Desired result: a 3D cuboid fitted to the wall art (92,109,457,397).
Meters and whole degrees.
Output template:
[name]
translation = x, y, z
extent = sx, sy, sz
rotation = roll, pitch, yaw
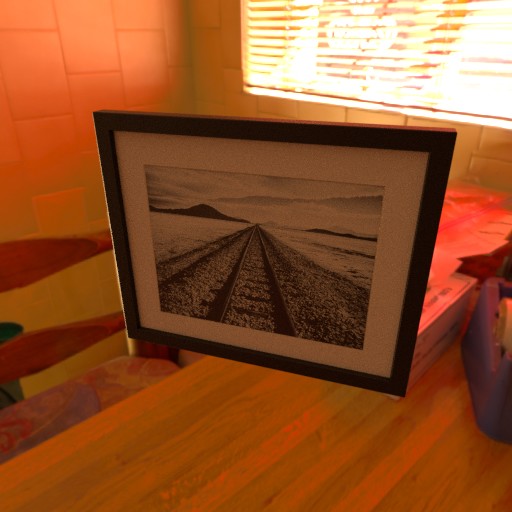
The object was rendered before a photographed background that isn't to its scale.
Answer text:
[wall art]
translation = 0.000, 0.000, 0.766
extent = 0.559, 0.458, 0.029
rotation = 8, 28, 16
